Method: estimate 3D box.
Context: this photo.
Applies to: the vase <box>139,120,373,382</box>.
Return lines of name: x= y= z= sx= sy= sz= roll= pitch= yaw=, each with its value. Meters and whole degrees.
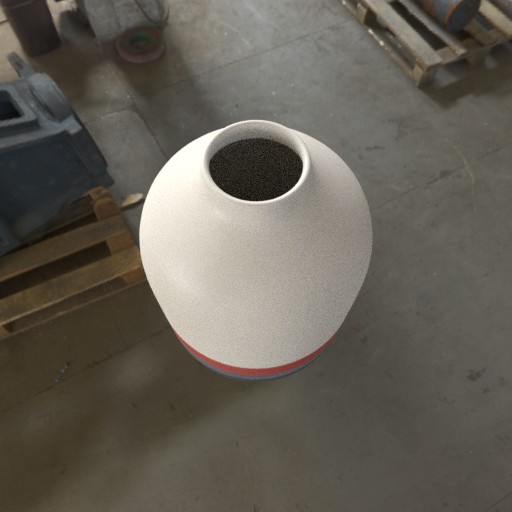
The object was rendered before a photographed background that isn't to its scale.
vase: x=0.000 y=0.000 z=0.358 sx=0.169 sy=0.237 sz=0.169 roll=0 pitch=62 yaw=0
